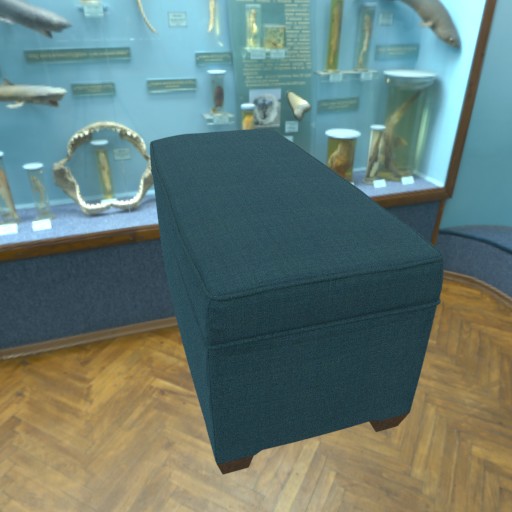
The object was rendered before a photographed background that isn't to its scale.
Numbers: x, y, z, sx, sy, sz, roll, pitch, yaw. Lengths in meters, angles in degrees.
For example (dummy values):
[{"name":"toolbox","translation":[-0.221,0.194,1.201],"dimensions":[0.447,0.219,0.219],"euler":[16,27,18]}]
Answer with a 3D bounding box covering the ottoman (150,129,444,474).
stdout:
[{"name":"ottoman","translation":[0.000,0.000,1.205],"dimensions":[0.474,0.474,0.943],"euler":[-9,31,-15]}]
